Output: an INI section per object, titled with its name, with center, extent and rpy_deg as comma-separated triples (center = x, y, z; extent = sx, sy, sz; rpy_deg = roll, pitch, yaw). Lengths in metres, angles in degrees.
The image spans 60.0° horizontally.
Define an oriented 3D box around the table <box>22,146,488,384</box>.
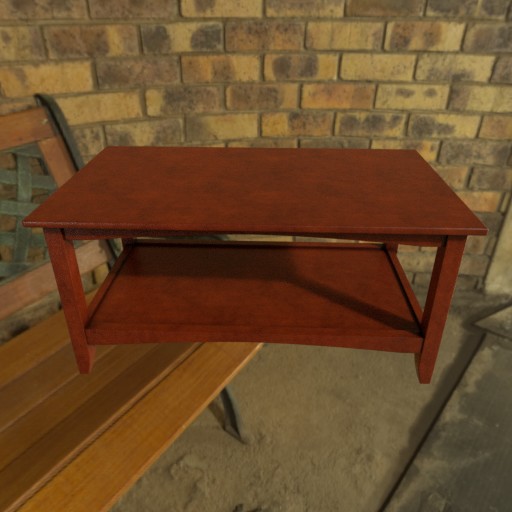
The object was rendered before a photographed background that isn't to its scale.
[table]
center = 0.000, 0.000, 1.235
extent = 0.943, 0.456, 0.533
rpy_deg = 1, 30, 2
